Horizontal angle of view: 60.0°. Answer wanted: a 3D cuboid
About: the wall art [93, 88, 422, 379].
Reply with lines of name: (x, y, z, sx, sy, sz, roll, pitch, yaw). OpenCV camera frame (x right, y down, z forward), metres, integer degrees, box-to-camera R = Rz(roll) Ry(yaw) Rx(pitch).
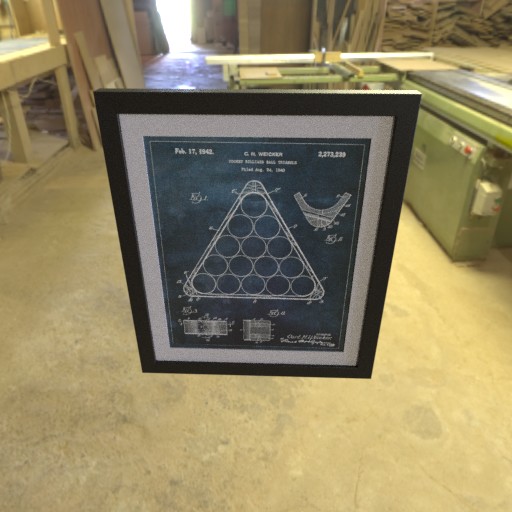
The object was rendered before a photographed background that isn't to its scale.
wall art: (0.000, 0.000, 0.719, 0.432, 0.508, 0.025, 1, 30, 2)
